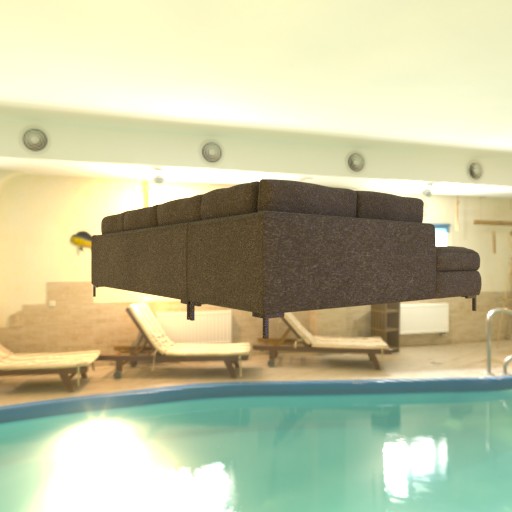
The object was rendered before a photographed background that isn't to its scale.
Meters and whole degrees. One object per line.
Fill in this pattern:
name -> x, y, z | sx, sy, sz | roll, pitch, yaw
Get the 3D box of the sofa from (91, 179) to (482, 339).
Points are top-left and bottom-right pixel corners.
sofa -> 0.000, 0.000, 3.863 | 2.007, 0.815, 2.949 | 0, 0, -36
